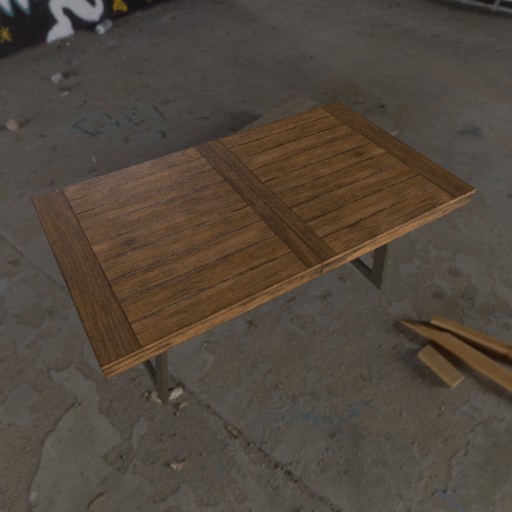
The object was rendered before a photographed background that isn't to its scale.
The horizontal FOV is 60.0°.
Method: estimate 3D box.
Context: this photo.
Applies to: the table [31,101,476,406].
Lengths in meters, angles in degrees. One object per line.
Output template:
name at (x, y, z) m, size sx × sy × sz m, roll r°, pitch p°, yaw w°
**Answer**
table at (0.000, 0.000, 2.147) m, size 1.641 × 0.757 × 0.931 m, roll -24°, pitch 50°, yaw -21°
